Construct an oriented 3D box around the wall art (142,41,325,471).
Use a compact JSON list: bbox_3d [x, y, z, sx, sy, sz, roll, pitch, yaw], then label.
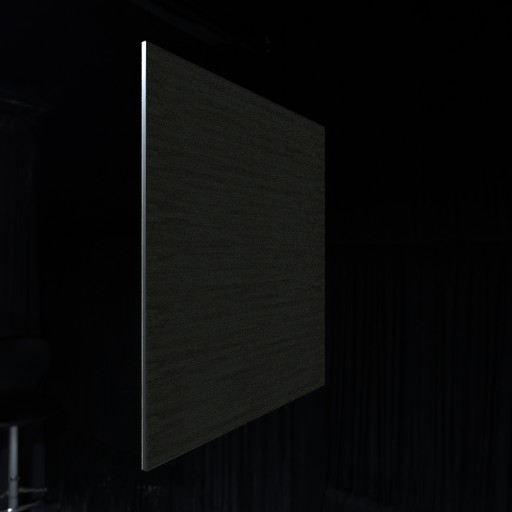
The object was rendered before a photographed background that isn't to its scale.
[{"bbox_3d":[0.000,0.000,0.769,0.009,0.559,0.483,0,0,37],"label":"wall art"}]
